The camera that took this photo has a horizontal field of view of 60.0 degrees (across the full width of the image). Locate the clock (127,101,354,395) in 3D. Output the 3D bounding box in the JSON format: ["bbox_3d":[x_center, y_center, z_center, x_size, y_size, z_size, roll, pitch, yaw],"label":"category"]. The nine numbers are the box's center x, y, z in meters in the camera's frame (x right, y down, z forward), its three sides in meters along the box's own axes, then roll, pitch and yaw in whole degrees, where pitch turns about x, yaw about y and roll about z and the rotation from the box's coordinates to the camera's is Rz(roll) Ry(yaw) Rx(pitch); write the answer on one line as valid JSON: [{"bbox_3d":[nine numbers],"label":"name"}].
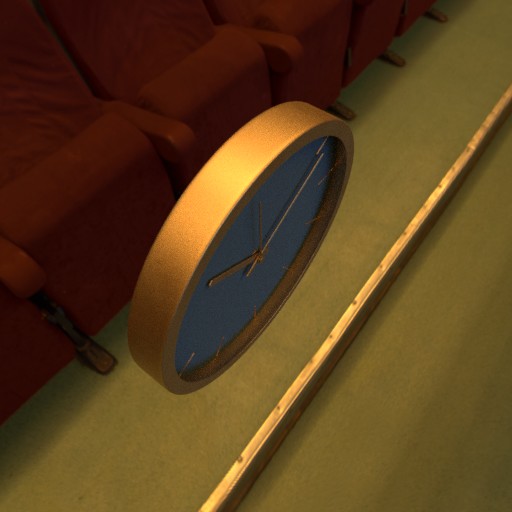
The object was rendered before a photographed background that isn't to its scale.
[{"bbox_3d":[0.000,0.000,0.462,0.040,0.314,0.314,33,63,19],"label":"clock"}]
